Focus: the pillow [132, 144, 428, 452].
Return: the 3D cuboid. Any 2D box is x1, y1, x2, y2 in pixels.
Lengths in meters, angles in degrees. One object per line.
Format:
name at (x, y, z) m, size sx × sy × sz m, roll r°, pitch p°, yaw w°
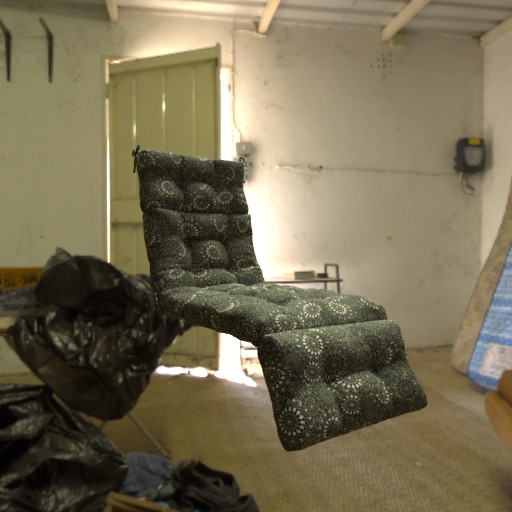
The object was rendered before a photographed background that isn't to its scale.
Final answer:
pillow at (0.000, 0.000, 1.491) m, size 0.526 × 0.863 × 1.016 m, roll -1°, pitch 1°, yaw -35°
